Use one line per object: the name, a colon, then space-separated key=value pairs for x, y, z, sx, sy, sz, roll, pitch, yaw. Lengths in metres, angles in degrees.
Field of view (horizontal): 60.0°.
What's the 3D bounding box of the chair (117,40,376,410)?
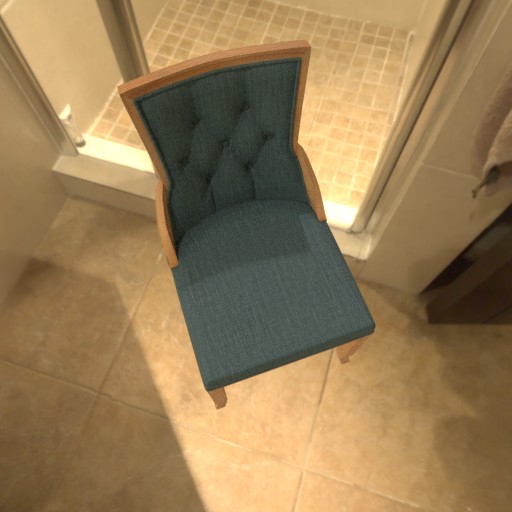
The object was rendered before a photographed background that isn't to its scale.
chair: x=0.000 y=0.000 z=1.329 sx=0.524 sy=0.947 sz=0.641 roll=-18 pitch=66 yaw=-8
